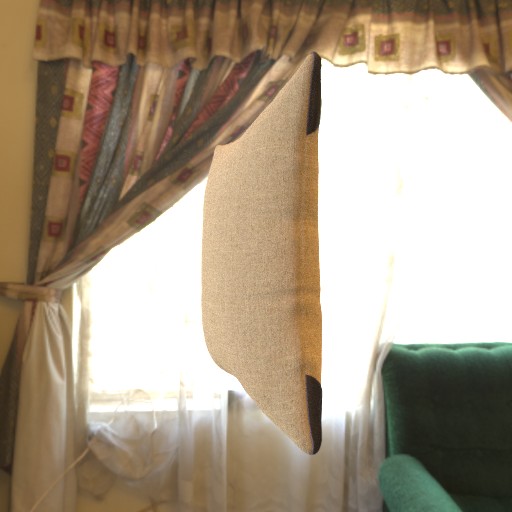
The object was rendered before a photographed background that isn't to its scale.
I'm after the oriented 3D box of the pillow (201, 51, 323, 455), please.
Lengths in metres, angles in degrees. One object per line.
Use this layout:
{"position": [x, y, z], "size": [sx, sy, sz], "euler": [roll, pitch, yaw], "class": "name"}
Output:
{"position": [0.000, 0.000, 0.685], "size": [0.147, 0.441, 0.440], "euler": [0, 0, -19], "class": "pillow"}
